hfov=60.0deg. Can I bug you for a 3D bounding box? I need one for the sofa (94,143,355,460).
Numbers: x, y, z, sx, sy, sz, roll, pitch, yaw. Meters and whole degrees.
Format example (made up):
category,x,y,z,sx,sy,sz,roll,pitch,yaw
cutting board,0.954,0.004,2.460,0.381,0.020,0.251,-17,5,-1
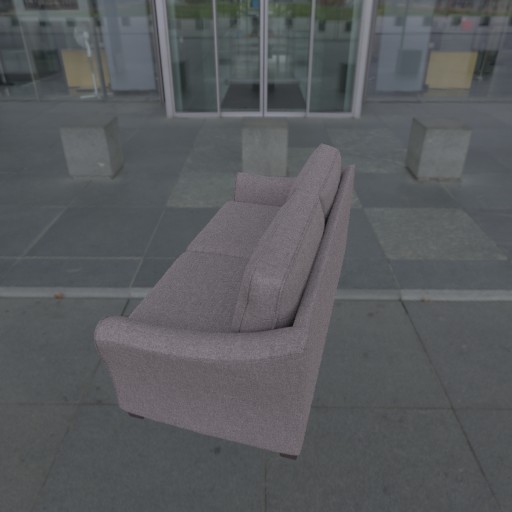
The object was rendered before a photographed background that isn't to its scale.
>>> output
category,x,y,z,sx,sy,sz,roll,pitch,yaw
sofa,0.000,0.000,2.819,1.013,0.976,2.203,8,31,14
